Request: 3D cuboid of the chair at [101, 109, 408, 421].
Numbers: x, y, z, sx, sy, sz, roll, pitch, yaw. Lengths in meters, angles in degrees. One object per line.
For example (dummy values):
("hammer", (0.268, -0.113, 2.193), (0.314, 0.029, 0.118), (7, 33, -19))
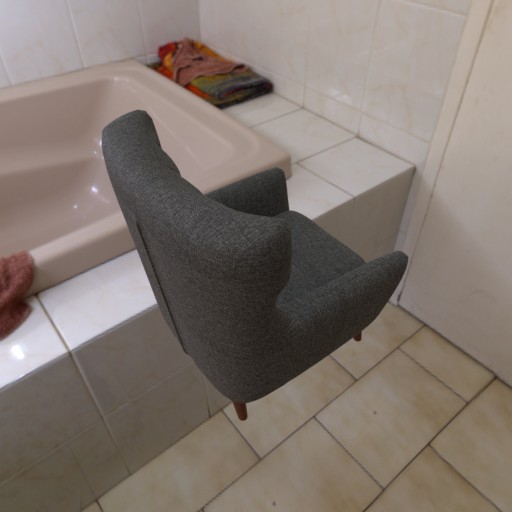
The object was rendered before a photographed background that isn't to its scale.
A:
("chair", (0.000, 0.000, 1.795), (0.904, 1.063, 0.878), (-26, 49, -26))
